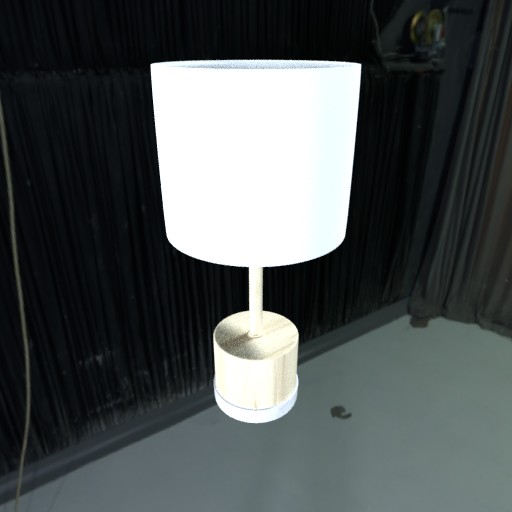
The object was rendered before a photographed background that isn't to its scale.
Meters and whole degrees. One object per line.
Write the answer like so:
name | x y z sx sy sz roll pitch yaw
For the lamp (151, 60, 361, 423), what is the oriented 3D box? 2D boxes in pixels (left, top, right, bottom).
lamp | 0.000 0.000 0.590 0.229 0.470 0.229 -17 31 -32
